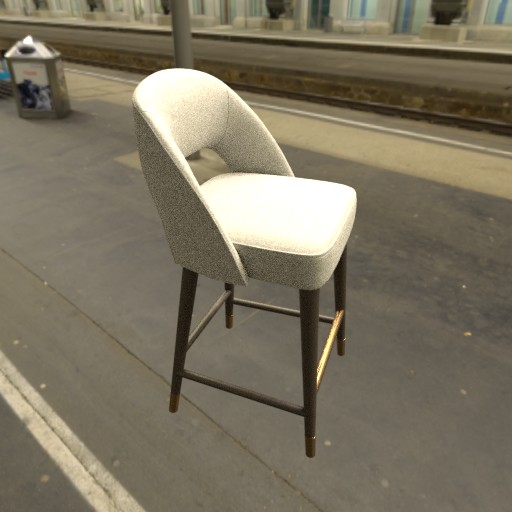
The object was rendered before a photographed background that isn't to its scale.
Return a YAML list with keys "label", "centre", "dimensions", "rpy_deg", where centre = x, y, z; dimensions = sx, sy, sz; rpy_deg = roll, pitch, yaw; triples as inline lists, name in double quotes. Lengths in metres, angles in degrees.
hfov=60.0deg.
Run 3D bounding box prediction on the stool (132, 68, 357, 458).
- label: "stool"
  centre: [0.000, 0.000, 1.236]
  dimensions: [0.509, 0.940, 0.494]
  rpy_deg: [11, 32, 18]
